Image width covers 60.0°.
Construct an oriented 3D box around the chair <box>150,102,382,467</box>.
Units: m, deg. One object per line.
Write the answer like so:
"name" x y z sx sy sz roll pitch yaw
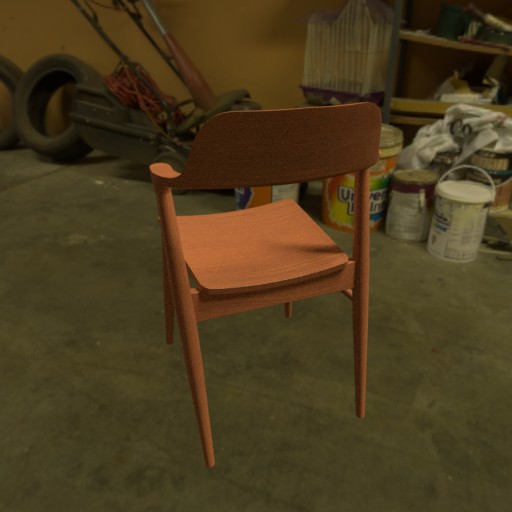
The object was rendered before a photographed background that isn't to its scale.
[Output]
"chair" 0.000 0.000 1.124 0.496 0.801 0.499 -10 30 -18
